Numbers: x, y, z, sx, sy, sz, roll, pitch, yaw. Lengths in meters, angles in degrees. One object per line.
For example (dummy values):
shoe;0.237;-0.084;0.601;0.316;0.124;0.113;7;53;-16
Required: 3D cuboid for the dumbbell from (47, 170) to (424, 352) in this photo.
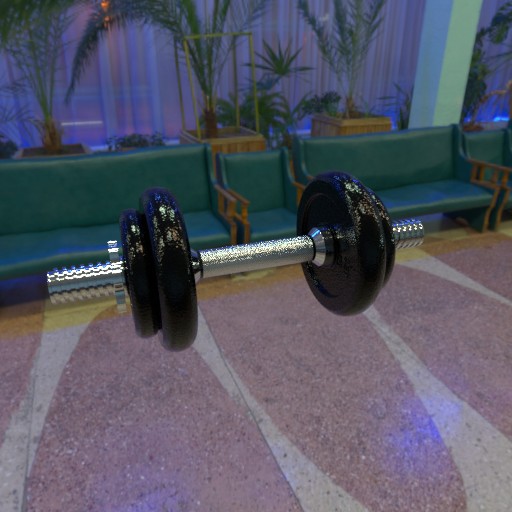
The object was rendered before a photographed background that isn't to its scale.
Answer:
dumbbell;0.000;0.000;0.579;0.497;0.202;0.202;-9;27;-17
